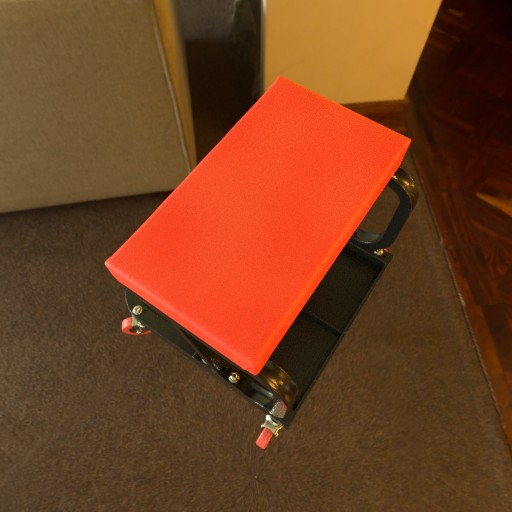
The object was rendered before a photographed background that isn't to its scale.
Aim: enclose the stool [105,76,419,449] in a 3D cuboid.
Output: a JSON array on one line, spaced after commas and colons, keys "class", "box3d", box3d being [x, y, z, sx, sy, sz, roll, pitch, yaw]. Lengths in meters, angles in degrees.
[{"class": "stool", "box3d": [0.000, 0.000, 0.719, 0.371, 0.380, 0.446, 32, 68, 15]}]
